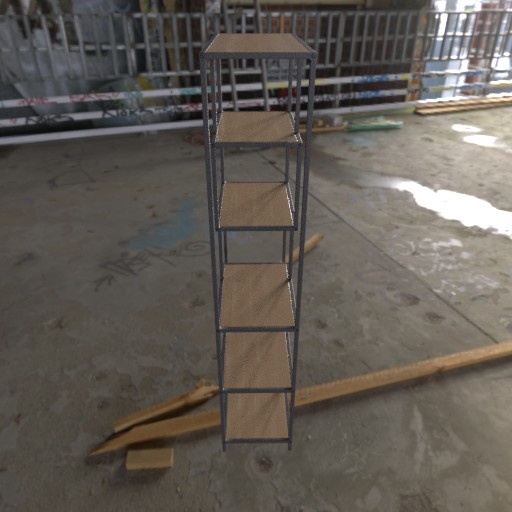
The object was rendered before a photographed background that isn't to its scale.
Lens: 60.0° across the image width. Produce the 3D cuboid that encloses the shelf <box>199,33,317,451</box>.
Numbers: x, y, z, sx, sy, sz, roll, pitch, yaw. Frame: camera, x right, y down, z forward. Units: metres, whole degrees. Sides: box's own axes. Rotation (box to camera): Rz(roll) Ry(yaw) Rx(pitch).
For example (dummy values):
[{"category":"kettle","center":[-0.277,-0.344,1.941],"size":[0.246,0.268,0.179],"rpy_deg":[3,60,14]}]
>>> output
[{"category":"shelf","center":[0.000,0.000,2.114],"size":[0.350,1.850,0.770],"rpy_deg":[0,31,-1]}]
